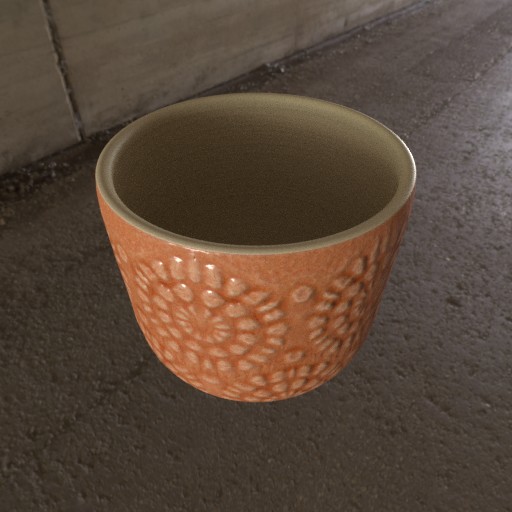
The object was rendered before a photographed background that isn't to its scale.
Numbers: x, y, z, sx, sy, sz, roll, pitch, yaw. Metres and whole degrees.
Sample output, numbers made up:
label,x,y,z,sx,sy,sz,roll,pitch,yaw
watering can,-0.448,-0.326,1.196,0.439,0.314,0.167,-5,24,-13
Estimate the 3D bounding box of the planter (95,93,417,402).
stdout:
label,x,y,z,sx,sy,sz,roll,pitch,yaw
planter,0.000,0.000,0.210,0.124,0.109,0.124,0,41,0
